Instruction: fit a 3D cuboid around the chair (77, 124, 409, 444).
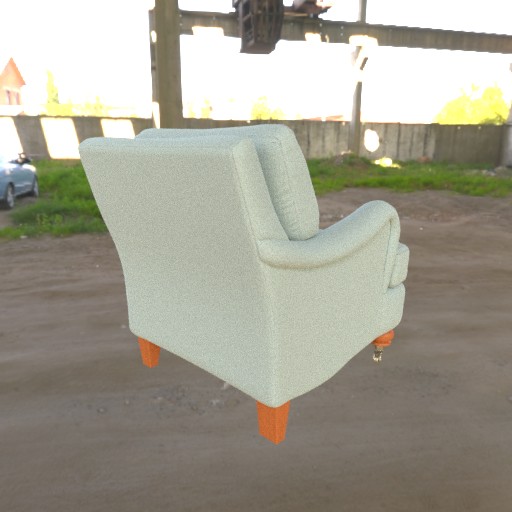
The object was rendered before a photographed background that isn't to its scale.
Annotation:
[{"bbox_3d":[0.000,0.000,1.871,0.955,1.038,1.070,13,20,42],"label":"chair"}]
